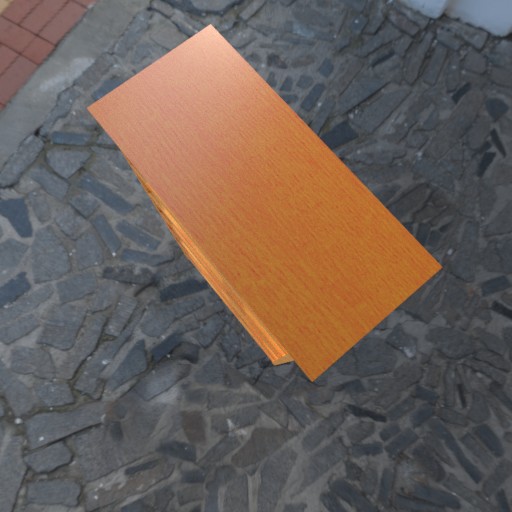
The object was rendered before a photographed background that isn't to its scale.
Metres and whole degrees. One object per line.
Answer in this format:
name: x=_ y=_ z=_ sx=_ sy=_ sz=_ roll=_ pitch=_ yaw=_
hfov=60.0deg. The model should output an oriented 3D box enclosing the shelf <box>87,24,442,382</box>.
shelf: x=0.000 y=0.000 z=1.334 sx=0.305 sy=1.067 sz=0.660 roll=-39 pitch=79 yaw=-9
